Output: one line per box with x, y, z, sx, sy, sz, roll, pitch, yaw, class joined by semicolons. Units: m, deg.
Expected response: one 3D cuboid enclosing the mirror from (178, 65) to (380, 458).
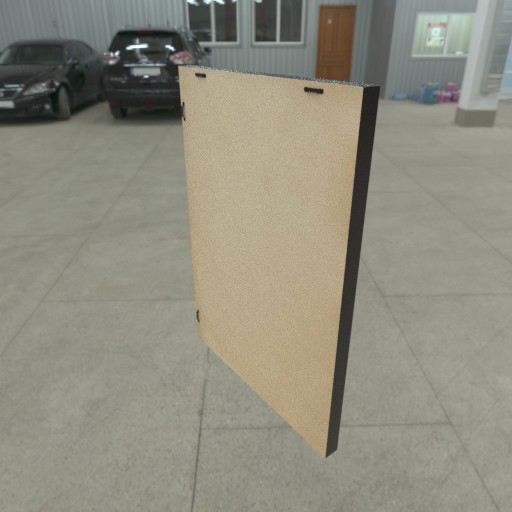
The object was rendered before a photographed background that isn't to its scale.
0.000;0.000;0.930;0.040;0.710;0.507;-19;32;-33;mirror
